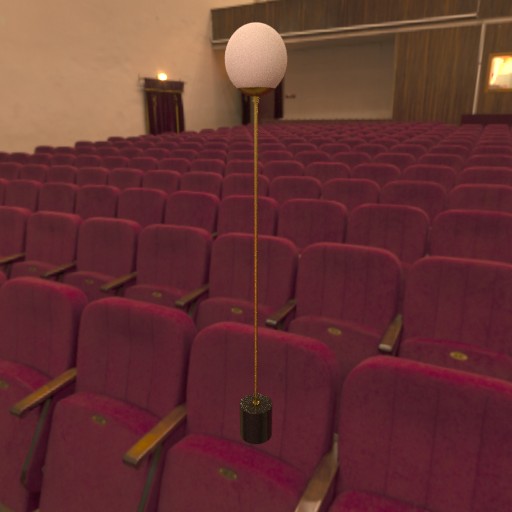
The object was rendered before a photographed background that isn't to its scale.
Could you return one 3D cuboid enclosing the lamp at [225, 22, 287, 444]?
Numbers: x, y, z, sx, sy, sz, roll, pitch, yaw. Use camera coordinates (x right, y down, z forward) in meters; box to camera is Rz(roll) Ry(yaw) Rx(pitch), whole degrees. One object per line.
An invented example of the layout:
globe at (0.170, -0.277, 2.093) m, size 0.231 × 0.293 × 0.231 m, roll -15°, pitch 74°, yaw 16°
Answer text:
lamp at (0.000, 0.000, 1.844) m, size 0.229 × 1.748 × 0.229 m, roll 9°, pitch 19°, yaw 27°
